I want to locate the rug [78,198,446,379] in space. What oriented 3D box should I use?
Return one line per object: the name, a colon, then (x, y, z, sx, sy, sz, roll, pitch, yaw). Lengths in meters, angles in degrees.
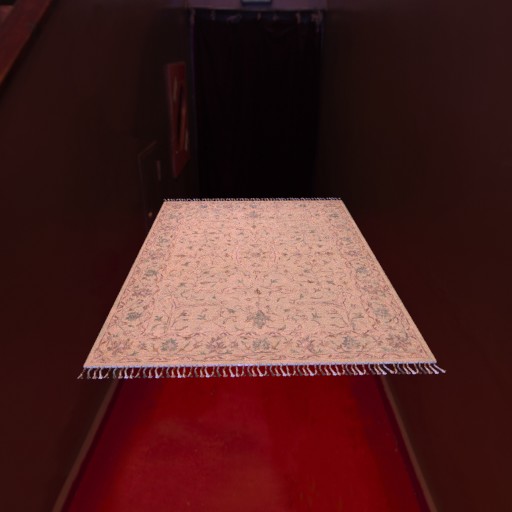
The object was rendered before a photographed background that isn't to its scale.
rug: (0.000, 0.000, 2.280, 1.247, 0.008, 1.802, -1, 26, -1)
